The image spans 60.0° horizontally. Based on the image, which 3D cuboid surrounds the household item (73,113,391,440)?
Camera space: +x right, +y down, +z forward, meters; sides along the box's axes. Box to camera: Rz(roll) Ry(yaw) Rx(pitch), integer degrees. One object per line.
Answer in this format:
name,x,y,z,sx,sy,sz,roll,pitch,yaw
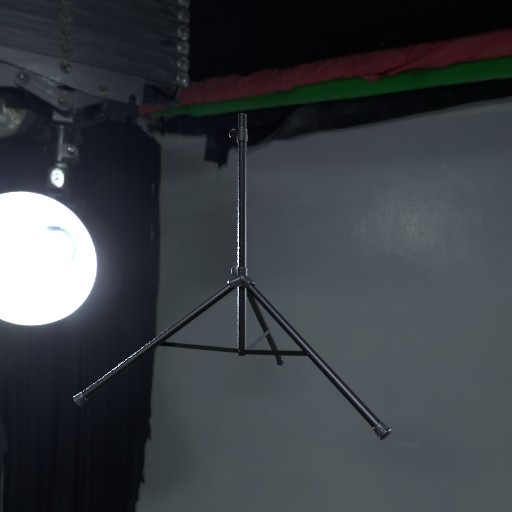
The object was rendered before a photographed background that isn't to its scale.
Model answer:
household item,0.000,0.000,2.708,1.596,1.595,1.339,-1,-2,18
